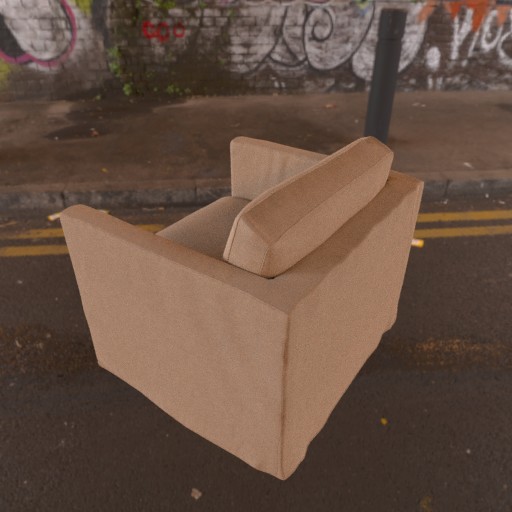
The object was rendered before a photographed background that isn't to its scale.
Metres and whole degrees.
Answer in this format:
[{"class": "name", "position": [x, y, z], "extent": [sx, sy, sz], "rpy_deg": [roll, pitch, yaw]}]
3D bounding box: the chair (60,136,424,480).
[{"class": "chair", "position": [0.000, 0.000, 1.757], "extent": [0.949, 0.867, 1.057], "rpy_deg": [21, 38, 29]}]
